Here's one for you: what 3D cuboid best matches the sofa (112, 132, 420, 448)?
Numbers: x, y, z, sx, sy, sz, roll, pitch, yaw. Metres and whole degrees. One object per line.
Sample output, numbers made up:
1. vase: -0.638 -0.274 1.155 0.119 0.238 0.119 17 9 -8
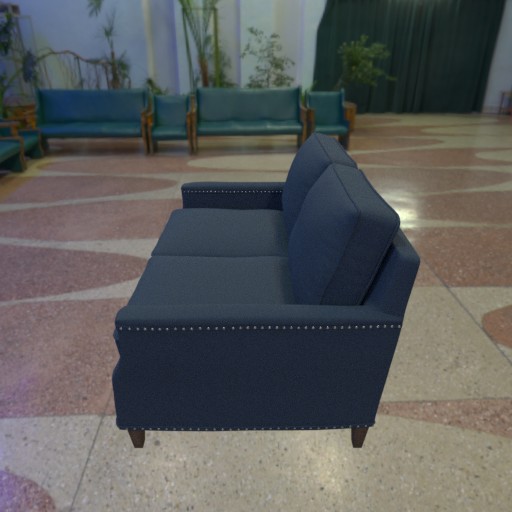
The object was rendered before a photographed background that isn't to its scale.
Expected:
1. sofa: 0.000 0.000 2.240 1.084 1.003 1.597 0 26 0
